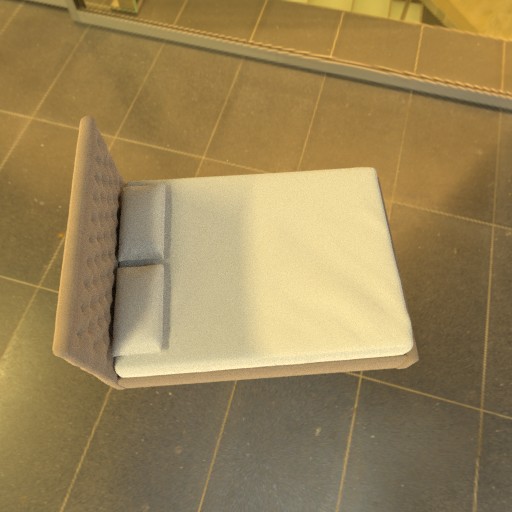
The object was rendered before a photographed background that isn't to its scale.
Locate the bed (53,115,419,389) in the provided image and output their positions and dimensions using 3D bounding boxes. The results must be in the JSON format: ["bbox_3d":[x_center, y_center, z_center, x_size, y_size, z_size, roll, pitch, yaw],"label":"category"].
[{"bbox_3d":[0.000,0.000,3.427,2.387,1.427,1.698,-4,65,-2],"label":"bed"}]
